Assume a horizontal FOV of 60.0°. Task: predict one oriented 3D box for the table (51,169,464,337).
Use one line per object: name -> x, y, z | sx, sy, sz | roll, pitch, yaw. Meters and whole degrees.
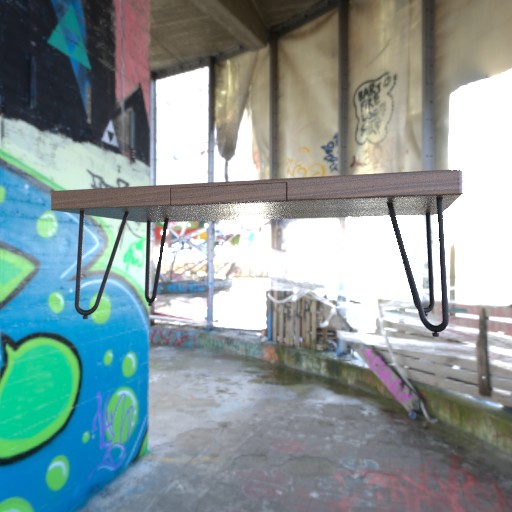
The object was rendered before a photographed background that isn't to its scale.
table -> 0.000, 0.000, 1.697 | 1.375, 0.468, 0.637 | 0, 0, 17
